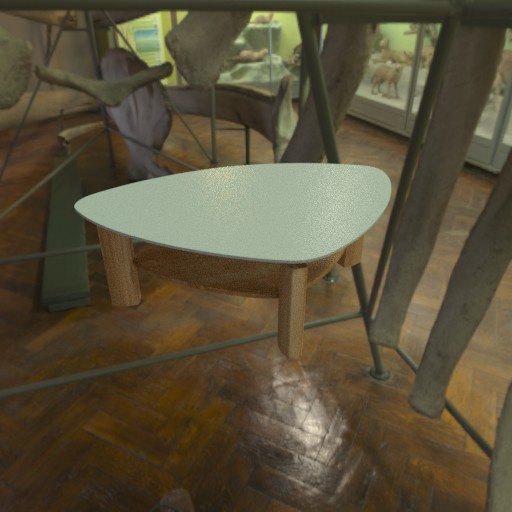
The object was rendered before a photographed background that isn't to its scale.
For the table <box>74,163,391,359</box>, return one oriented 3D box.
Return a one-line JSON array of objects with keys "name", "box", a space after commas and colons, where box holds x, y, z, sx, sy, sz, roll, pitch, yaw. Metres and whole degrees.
[{"name": "table", "box": [0.000, 0.000, 1.713, 1.250, 0.440, 0.850, -9, 31, -15]}]
